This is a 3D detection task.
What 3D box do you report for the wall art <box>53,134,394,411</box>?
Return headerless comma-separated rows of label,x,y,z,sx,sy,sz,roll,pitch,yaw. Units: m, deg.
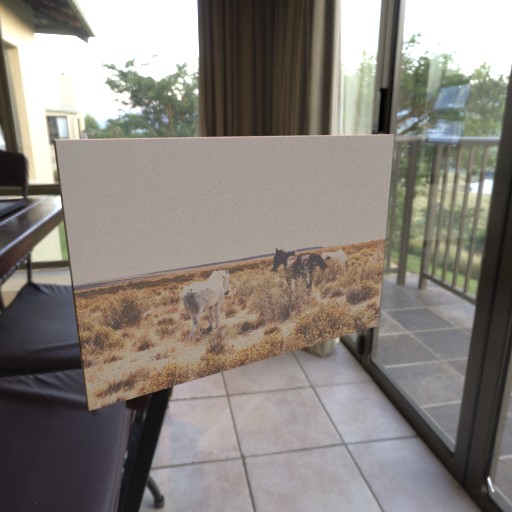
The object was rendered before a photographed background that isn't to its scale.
wall art,0.000,0.000,1.954,1.520,1.016,0.051,-9,19,-28
